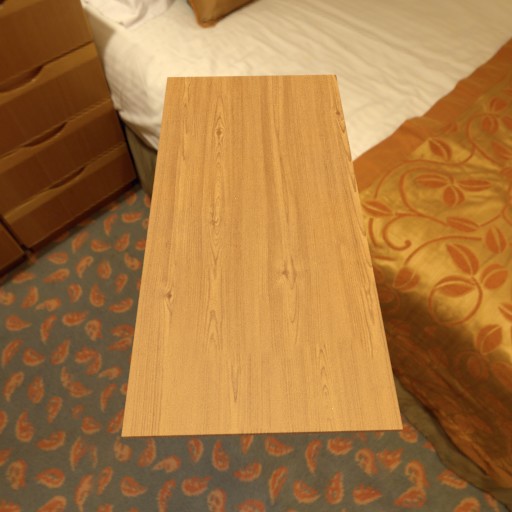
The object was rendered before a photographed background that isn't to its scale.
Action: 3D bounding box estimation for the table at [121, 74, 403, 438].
[{"bbox_3d":[0.000,0.000,2.206,0.901,0.750,1.797,-1,58,-1],"label":"table"}]
